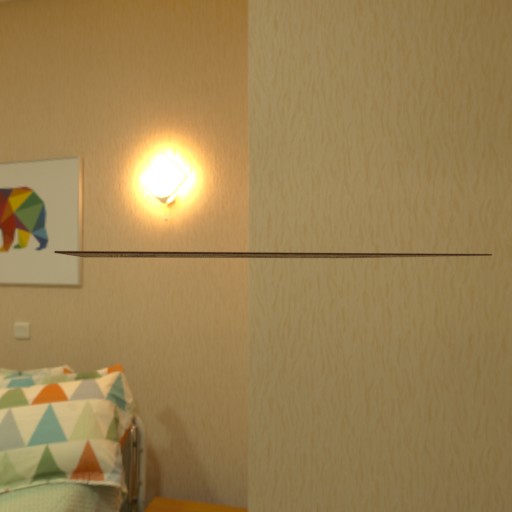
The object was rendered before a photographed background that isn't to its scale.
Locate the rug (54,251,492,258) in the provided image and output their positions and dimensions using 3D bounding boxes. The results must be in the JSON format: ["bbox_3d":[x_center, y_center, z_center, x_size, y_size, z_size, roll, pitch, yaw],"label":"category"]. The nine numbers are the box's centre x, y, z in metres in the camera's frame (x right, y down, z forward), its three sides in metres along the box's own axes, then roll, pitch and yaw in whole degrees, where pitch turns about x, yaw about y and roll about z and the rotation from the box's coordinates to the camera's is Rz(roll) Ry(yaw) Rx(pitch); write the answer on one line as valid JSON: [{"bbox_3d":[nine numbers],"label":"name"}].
[{"bbox_3d":[0.000,0.000,4.191,3.197,0.013,2.381,0,-1,-17],"label":"rug"}]
